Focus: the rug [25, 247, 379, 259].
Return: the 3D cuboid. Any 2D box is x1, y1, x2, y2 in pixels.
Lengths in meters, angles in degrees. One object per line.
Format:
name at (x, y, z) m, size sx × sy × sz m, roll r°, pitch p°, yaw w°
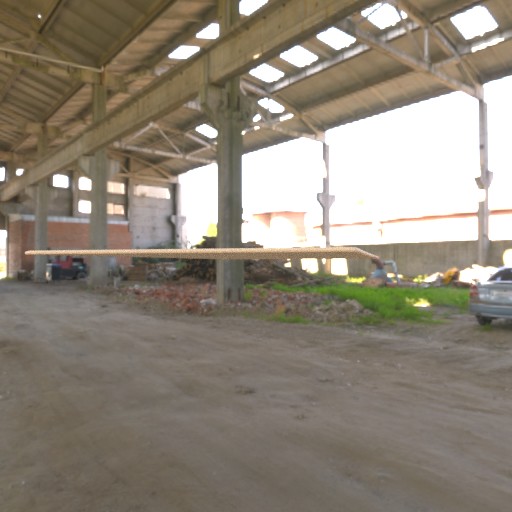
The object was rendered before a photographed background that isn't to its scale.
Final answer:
rug at (0.000, 0.000, 2.086) m, size 1.067 × 0.013 × 1.676 m, roll 0°, pitch -1°, yaw 17°
